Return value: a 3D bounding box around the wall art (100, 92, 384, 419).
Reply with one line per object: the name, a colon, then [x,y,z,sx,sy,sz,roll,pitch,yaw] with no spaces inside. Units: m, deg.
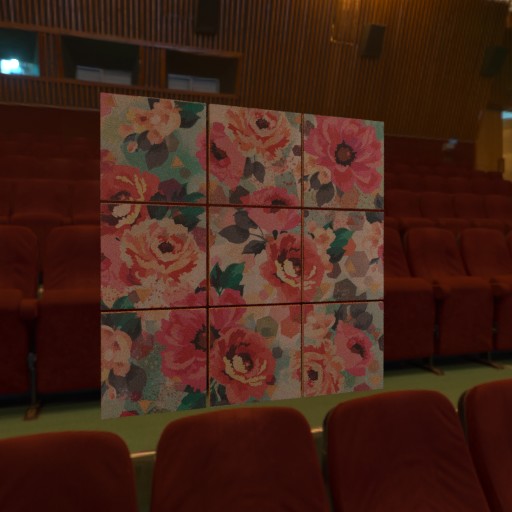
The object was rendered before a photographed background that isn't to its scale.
wall art: [0.000,0.000,1.379,0.911,0.910,0.012,0,0,-18]
